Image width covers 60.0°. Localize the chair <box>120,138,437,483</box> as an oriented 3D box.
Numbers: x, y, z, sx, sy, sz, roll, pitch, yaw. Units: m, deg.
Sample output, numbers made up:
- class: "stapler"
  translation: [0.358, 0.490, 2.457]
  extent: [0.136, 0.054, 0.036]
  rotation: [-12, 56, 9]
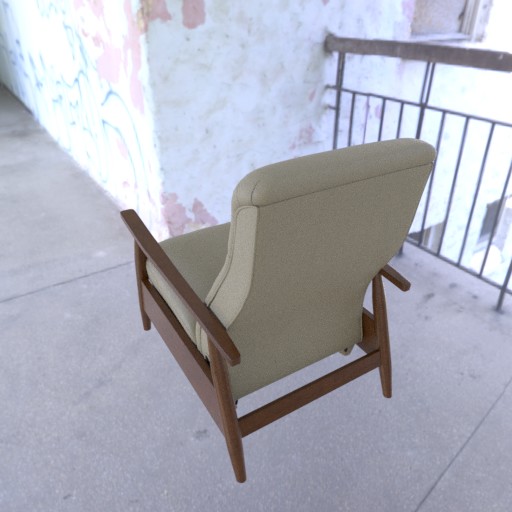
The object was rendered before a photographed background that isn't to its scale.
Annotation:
- class: "chair"
  translation: [0.000, 0.000, 1.752]
  extent: [0.762, 1.082, 1.014]
  rotation: [-17, 35, -27]
